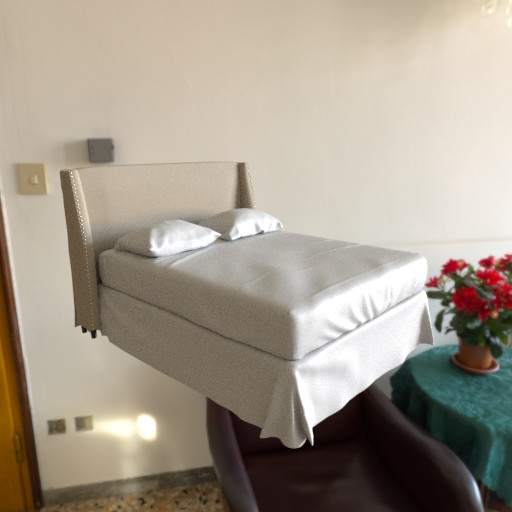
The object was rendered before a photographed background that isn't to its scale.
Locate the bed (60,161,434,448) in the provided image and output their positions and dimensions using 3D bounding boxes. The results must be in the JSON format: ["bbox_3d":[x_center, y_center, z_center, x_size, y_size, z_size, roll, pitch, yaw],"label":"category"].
[{"bbox_3d":[0.000,0.000,3.392,2.276,1.332,1.925,13,19,41],"label":"bed"}]
